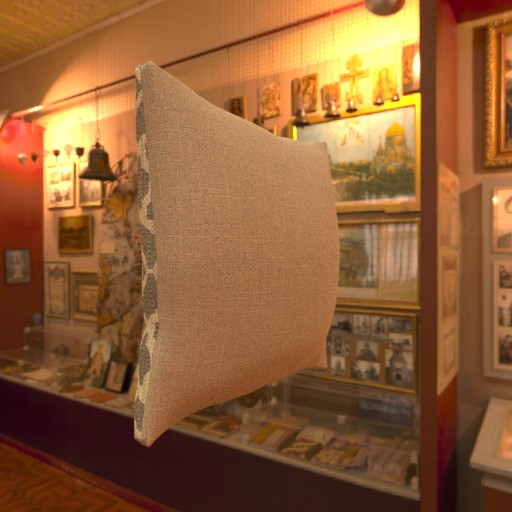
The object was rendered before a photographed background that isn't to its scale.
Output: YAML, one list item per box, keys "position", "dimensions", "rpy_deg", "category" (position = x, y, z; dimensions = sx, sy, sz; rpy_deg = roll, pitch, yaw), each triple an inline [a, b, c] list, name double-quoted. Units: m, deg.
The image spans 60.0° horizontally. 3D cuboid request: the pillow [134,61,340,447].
- position: [0.000, 0.000, 0.772]
  dimensions: [0.215, 0.498, 0.508]
  rpy_deg: [0, 0, 35]
  category: "pillow"
